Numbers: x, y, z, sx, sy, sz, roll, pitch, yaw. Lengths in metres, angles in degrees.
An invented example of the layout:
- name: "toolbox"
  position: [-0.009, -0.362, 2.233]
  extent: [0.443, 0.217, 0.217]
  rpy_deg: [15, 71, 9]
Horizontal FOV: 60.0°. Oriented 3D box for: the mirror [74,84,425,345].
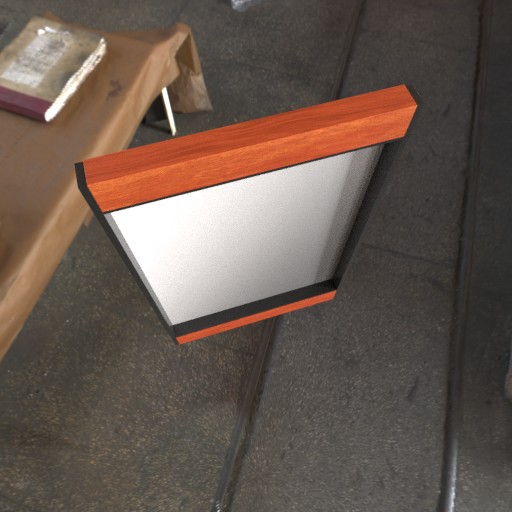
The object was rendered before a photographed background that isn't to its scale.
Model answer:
- name: "mirror"
  position: [0.000, 0.000, 1.019]
  extent: [0.525, 0.823, 0.047]
  rpy_deg: [-16, 65, -8]
